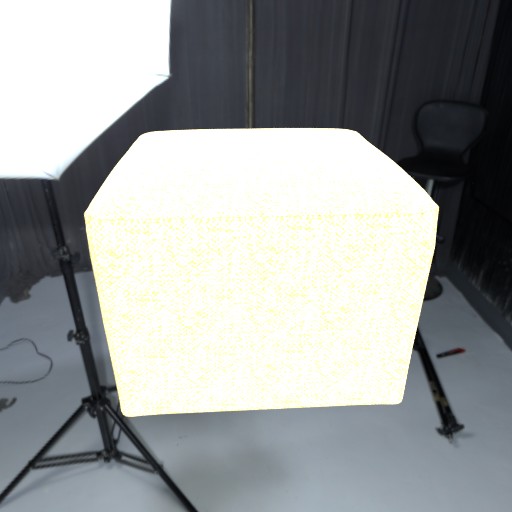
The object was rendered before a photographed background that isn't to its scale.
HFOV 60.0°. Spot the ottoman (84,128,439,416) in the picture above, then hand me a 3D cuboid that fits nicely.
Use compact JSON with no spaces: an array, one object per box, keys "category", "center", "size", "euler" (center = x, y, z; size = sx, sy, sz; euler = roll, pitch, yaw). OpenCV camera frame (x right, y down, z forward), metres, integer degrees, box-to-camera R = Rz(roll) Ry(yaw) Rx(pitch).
[{"category":"ottoman","center":[0.000,0.000,0.911],"size":[0.512,0.441,0.505],"euler":[-2,28,-3]}]
